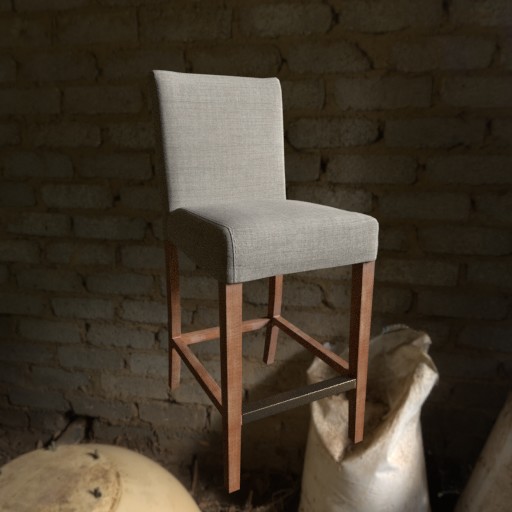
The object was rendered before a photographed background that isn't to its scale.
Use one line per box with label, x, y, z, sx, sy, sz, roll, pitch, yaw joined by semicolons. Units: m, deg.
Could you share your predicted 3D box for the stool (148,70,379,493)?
stool;0.000;0.000;1.289;0.454;1.039;0.567;-8;17;-27
